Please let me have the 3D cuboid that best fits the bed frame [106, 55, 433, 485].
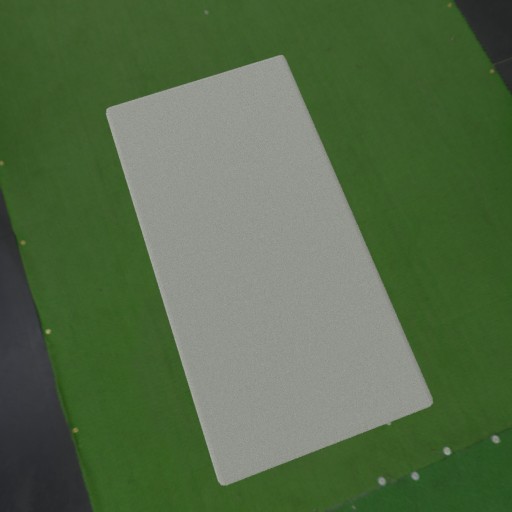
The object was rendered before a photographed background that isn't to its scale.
[{"bbox_3d":[0.000,0.000,3.218,1.393,0.680,2.635,-19,76,-5],"label":"bed frame"}]
